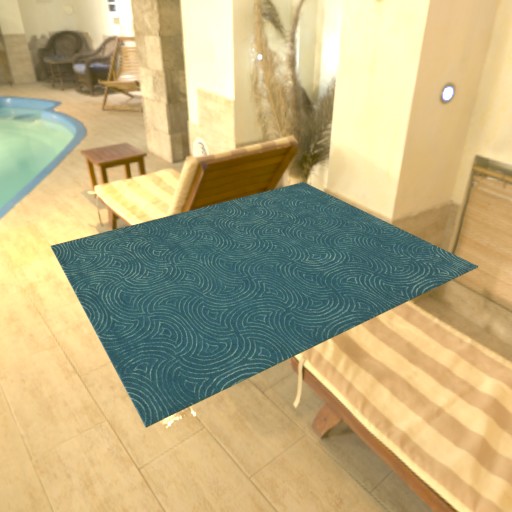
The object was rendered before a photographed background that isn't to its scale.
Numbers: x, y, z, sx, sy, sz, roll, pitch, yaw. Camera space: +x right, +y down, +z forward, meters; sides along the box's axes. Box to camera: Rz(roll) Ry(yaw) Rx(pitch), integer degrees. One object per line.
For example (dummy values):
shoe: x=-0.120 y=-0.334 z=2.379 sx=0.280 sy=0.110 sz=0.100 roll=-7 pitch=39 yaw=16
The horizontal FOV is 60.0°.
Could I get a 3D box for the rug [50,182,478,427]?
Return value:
rug: x=0.000 y=0.000 z=4.011 sx=3.033 sy=0.012 sz=2.432 roll=-18 pitch=35 yaw=-28
